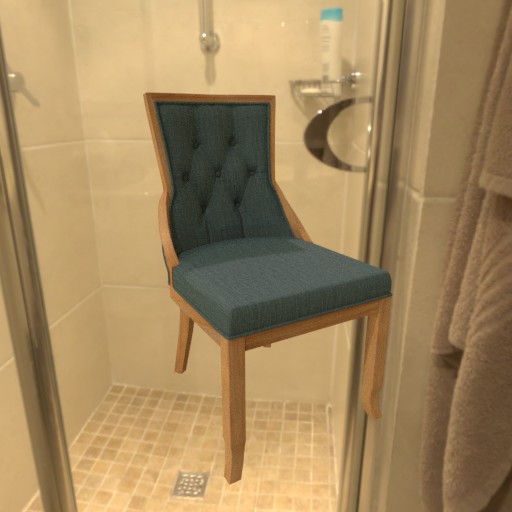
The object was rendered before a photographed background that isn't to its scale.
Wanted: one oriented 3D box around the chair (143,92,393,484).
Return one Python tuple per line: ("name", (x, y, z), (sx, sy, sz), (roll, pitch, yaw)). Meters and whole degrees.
("chair", (0.000, 0.000, 1.353), (0.524, 0.947, 0.641), (-10, 20, -28))
